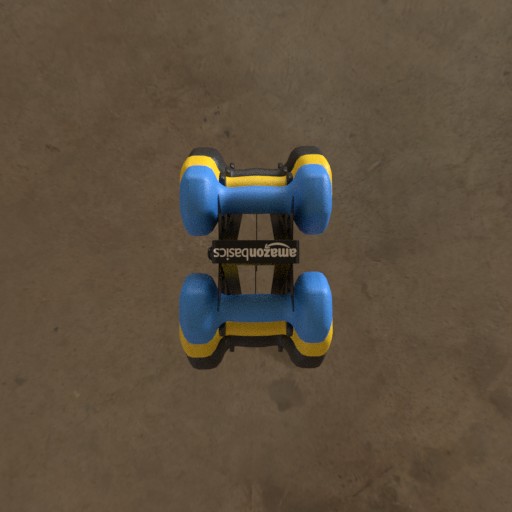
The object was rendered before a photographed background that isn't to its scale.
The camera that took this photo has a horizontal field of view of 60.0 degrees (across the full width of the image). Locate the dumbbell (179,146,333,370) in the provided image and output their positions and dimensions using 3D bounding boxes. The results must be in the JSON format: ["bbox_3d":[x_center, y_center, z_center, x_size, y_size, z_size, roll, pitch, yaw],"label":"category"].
[{"bbox_3d":[0.000,0.000,0.682,0.255,0.426,0.409,0,89,0],"label":"dumbbell"}]
